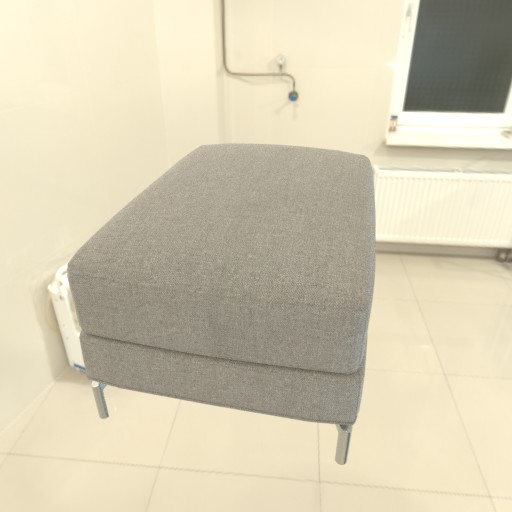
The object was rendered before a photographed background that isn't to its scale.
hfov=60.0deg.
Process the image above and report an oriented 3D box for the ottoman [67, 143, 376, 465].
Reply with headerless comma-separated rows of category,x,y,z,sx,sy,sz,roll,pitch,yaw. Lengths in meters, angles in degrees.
ottoman,0.000,0.000,1.178,0.584,0.457,0.838,6,30,11
